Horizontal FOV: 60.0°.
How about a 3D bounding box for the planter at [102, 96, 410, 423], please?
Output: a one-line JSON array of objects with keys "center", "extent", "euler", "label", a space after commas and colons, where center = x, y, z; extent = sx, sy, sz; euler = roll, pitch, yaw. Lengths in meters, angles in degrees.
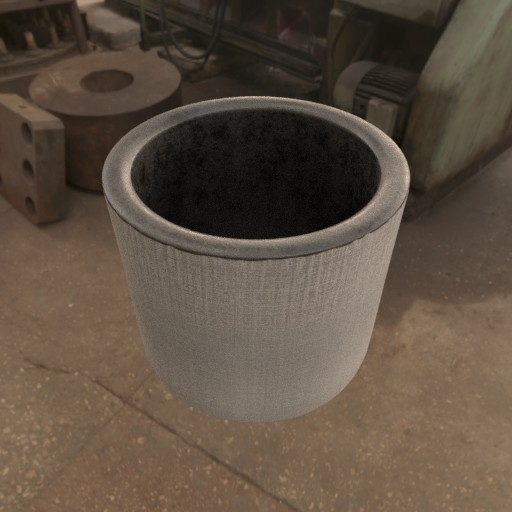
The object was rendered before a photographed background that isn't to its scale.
[{"center": [0.000, 0.000, 0.219], "extent": [0.125, 0.112, 0.125], "euler": [0, 42, 0], "label": "planter"}]
